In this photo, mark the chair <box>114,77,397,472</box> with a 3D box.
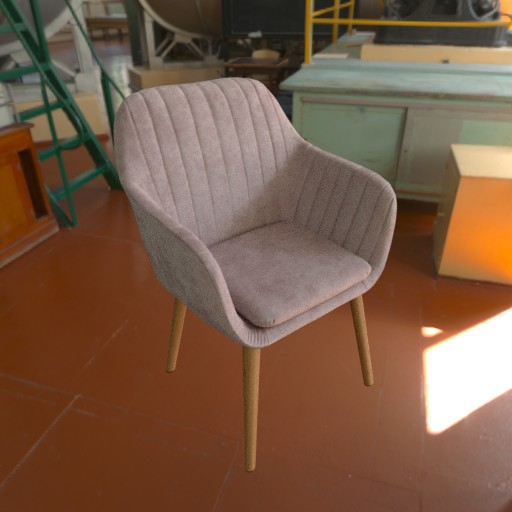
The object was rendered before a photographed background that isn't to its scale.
[{"bbox_3d":[0.000,0.000,1.220,0.610,0.832,0.570,-22,37,-32],"label":"chair"}]
